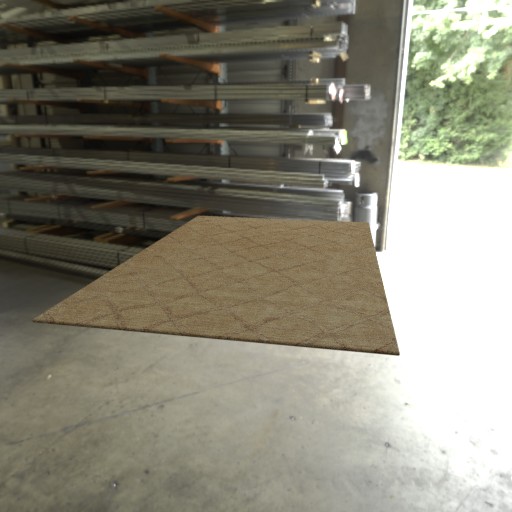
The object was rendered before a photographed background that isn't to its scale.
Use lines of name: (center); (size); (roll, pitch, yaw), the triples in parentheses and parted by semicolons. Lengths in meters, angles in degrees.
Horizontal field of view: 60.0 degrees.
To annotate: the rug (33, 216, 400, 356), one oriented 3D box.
rug: (0.000, 0.000, 2.854); (1.528, 0.014, 2.292); (3, 17, 10)
